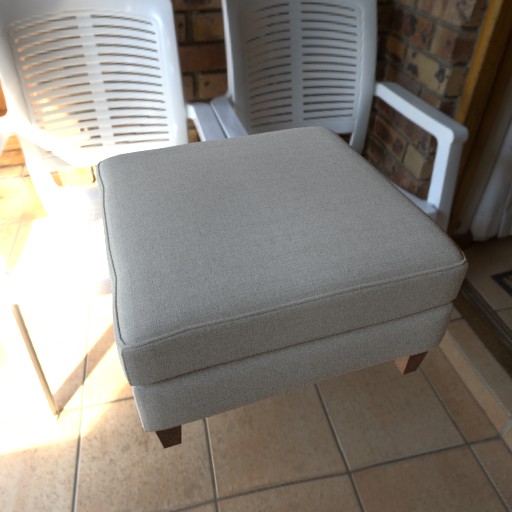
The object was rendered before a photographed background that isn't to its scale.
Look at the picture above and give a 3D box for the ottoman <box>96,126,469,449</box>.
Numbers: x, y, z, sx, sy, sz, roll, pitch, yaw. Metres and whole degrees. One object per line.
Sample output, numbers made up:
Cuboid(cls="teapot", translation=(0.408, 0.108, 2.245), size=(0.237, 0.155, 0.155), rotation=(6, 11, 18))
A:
Cuboid(cls="ottoman", translation=(0.000, 0.000, 1.359), size=(0.838, 0.503, 0.838), rotation=(-12, 42, -14))
